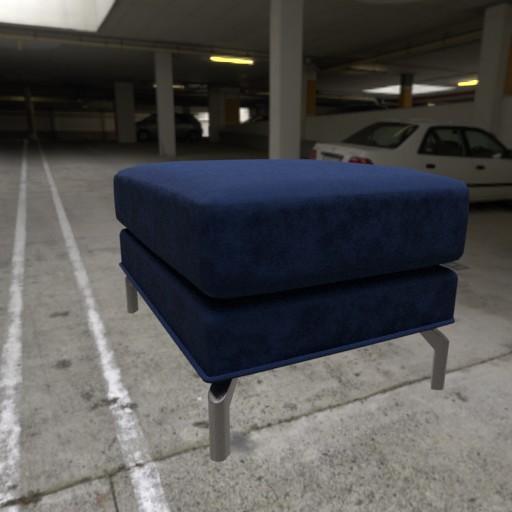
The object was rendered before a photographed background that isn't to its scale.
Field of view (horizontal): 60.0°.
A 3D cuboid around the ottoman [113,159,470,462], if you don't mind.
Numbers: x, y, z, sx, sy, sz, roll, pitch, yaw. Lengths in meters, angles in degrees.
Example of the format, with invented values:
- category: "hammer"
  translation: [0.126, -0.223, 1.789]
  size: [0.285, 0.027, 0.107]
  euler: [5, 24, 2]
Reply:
- category: "ottoman"
  translation: [0.000, 0.000, 1.174]
  size: [0.587, 0.498, 0.835]
  euler: [-7, 16, -25]
